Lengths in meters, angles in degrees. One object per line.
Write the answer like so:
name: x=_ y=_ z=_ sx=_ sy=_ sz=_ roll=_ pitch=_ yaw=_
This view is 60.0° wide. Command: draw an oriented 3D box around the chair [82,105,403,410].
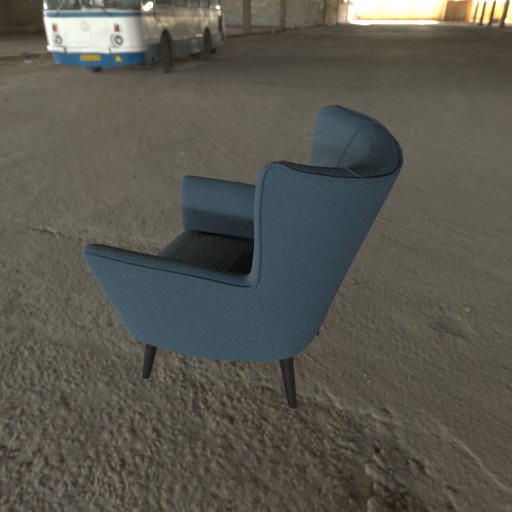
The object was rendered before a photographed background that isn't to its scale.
chair: x=0.000 y=0.000 z=1.577 sx=0.888 sy=0.933 sz=0.781 roll=9 pitch=30 yaw=16
